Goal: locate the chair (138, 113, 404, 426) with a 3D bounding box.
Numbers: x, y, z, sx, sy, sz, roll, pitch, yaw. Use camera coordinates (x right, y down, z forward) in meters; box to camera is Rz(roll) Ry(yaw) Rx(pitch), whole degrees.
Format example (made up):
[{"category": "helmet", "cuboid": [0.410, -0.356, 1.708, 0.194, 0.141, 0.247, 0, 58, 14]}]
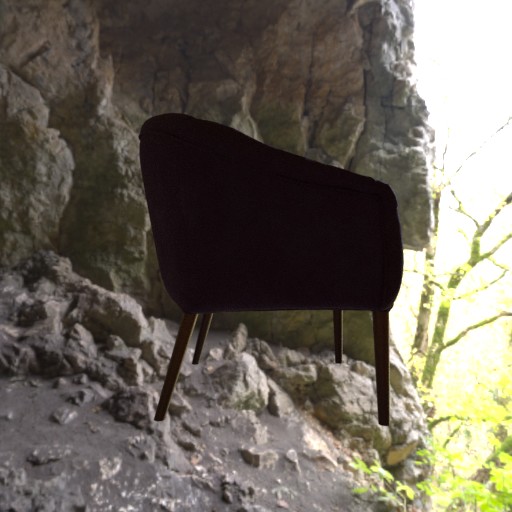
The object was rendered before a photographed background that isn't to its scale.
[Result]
[{"category": "chair", "cuboid": [0.000, 0.000, 1.511, 0.776, 0.885, 0.851, 0, -1, 1]}]
